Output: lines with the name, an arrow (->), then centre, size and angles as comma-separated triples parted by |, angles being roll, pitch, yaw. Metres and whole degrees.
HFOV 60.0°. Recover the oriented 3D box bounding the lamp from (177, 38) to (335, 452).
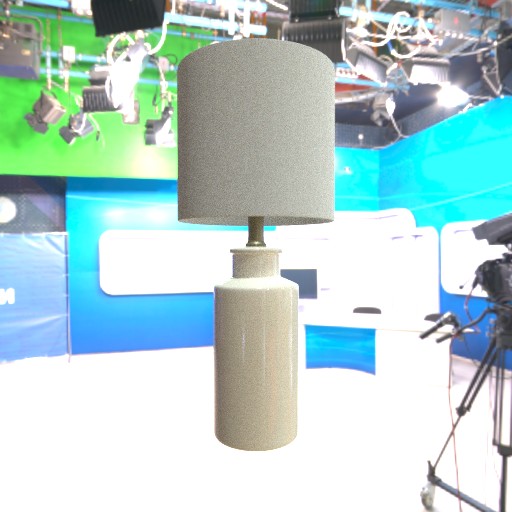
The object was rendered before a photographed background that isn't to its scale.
lamp -> 0.000, 0.000, 0.607 | 0.212, 0.493, 0.212 | 0, 1, 35
